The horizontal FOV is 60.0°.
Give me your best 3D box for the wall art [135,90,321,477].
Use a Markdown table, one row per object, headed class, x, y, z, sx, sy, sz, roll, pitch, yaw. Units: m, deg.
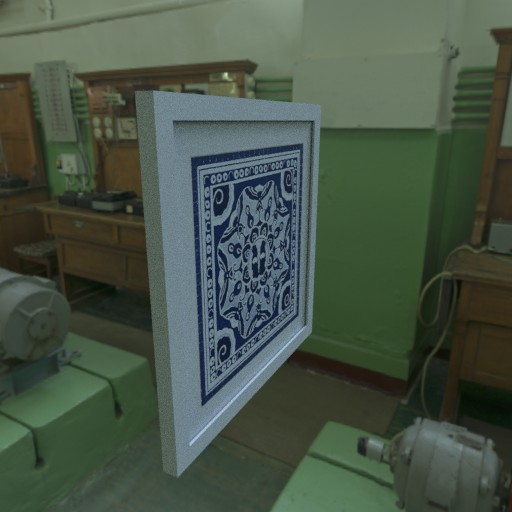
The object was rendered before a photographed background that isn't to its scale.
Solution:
| class | x | y | z | sx | sy | sz | roll | pitch | yaw |
| --- | --- | --- | --- | --- | --- | --- | --- | --- | --- |
| wall art | 0.000 | 0.000 | 0.842 | 0.028 | 0.559 | 0.559 | 9 | 19 | 27 |
